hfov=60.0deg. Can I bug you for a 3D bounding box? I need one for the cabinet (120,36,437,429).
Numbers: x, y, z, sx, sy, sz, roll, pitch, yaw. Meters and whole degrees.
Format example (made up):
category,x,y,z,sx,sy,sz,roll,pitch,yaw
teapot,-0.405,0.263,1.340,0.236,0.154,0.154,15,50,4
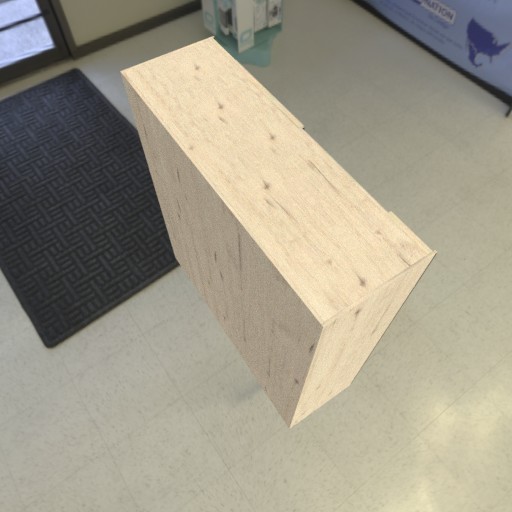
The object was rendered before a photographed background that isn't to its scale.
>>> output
category,x,y,z,sx,sy,sz,roll,pitch,yaw
cabinet,0.000,0.000,3.289,0.660,2.180,2.000,-29,63,-17
